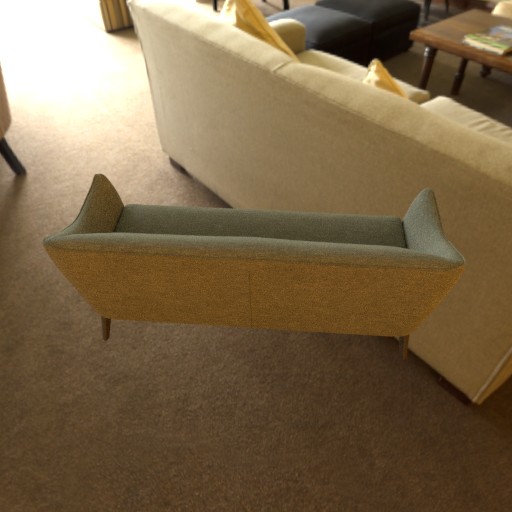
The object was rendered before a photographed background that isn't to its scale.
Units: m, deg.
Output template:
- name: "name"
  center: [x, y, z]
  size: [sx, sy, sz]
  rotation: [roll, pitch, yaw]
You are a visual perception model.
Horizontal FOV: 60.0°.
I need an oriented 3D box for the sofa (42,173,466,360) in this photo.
- name: "sofa"
  center: [0.000, 0.000, 2.372]
  size: [1.928, 0.829, 0.867]
  rotation: [3, 45, 3]
